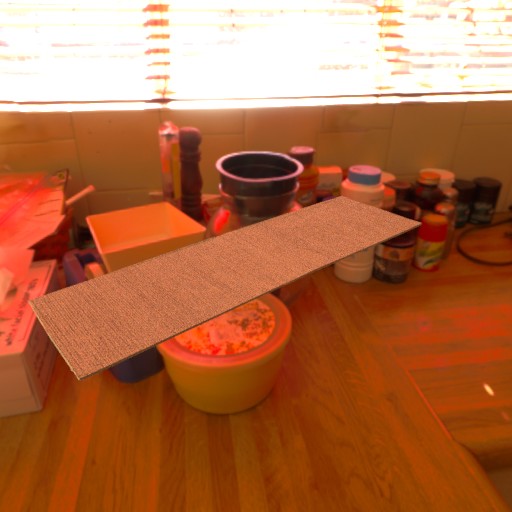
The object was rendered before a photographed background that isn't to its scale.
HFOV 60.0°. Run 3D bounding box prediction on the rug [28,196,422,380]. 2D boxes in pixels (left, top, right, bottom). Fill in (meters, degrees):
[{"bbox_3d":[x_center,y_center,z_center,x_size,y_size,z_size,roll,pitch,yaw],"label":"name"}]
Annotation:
[{"bbox_3d":[0.000,0.000,2.573,2.320,0.032,0.692,-21,35,-34],"label":"rug"}]
